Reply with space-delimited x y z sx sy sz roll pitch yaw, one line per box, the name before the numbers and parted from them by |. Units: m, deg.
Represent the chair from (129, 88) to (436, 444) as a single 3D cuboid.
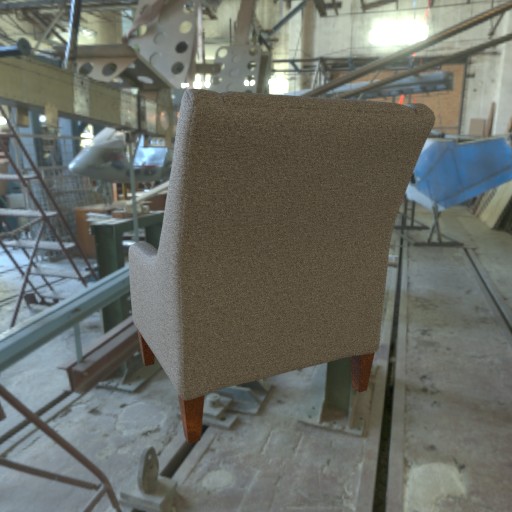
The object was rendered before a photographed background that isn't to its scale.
chair | 0.000 0.000 1.603 0.774 1.016 0.870 -7 15 -26
